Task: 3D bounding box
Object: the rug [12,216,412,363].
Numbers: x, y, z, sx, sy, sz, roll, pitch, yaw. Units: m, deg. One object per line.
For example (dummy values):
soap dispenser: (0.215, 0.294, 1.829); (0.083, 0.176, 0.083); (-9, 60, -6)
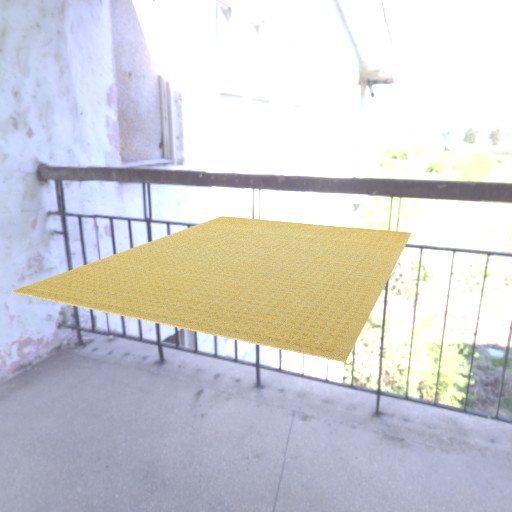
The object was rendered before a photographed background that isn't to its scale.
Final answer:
rug: (0.000, 0.000, 4.202); (2.486, 0.015, 3.242); (7, 17, 23)
